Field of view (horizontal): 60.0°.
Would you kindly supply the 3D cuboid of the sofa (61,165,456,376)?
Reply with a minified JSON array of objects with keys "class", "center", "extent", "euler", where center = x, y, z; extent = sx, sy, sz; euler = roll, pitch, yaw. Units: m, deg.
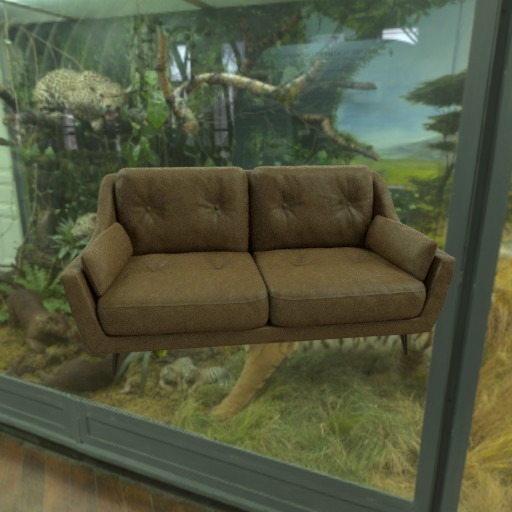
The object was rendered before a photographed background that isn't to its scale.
[{"class":"sofa","center":[0.000,0.000,2.365],"extent":[1.731,0.886,0.981],"euler":[-2,17,-7]}]
